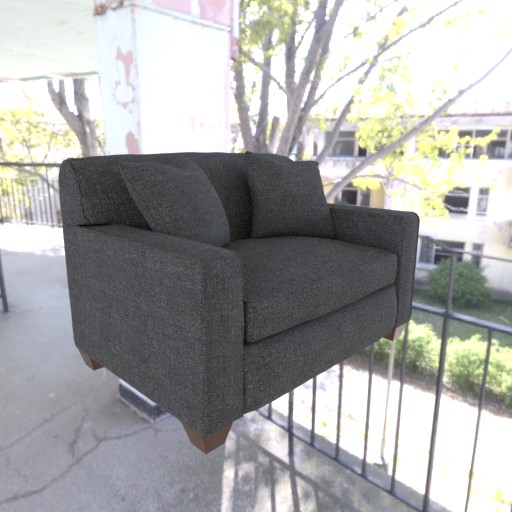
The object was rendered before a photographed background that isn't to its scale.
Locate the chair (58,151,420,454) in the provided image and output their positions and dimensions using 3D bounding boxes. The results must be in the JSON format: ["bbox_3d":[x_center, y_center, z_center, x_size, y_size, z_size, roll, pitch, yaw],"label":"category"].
[{"bbox_3d":[0.000,0.000,2.060,1.000,0.948,1.383,13,19,43],"label":"chair"}]
